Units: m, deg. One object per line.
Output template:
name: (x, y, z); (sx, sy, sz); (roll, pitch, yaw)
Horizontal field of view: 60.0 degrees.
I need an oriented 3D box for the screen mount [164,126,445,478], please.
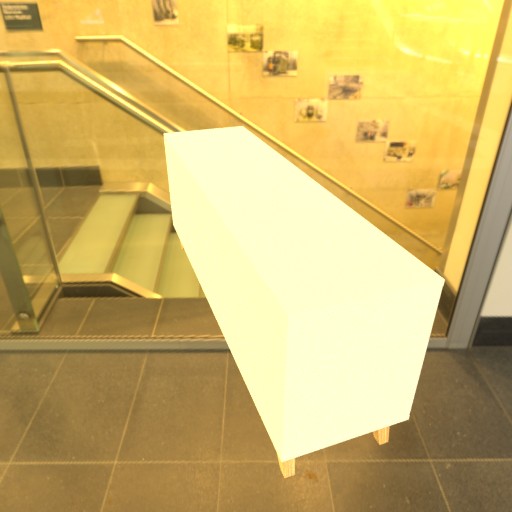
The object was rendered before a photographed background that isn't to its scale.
screen mount: (0.000, 0.000, 1.740); (0.400, 0.619, 1.490); (-11, 32, -17)
